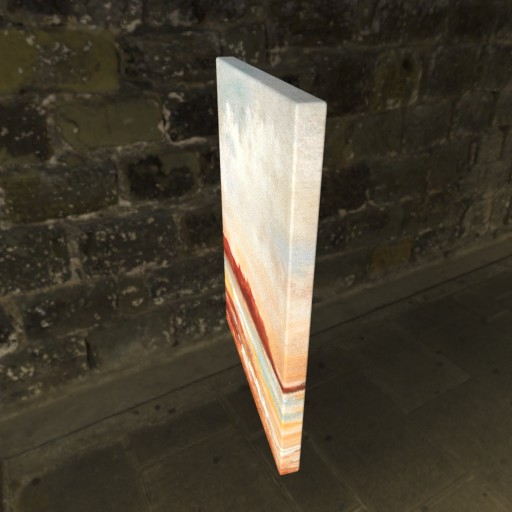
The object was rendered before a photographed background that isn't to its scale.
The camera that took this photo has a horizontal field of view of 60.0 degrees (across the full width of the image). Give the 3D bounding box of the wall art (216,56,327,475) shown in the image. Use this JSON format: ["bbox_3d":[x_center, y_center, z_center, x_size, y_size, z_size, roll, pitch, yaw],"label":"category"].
[{"bbox_3d":[0.000,0.000,0.786,0.035,0.605,0.443,-8,31,-13],"label":"wall art"}]
